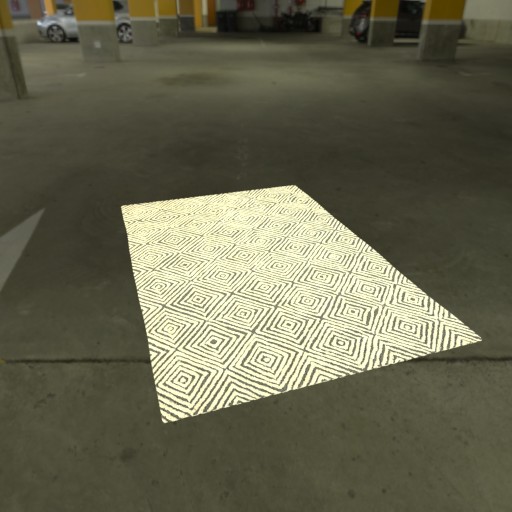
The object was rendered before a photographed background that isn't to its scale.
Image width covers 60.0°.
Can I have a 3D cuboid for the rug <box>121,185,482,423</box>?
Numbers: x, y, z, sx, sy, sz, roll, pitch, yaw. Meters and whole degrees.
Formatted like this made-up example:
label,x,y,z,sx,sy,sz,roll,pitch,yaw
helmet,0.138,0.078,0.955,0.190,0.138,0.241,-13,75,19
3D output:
label,x,y,z,sx,sy,sz,roll,pitch,yaw
rug,0.000,0.000,2.190,1.177,0.004,1.750,-9,30,-16
